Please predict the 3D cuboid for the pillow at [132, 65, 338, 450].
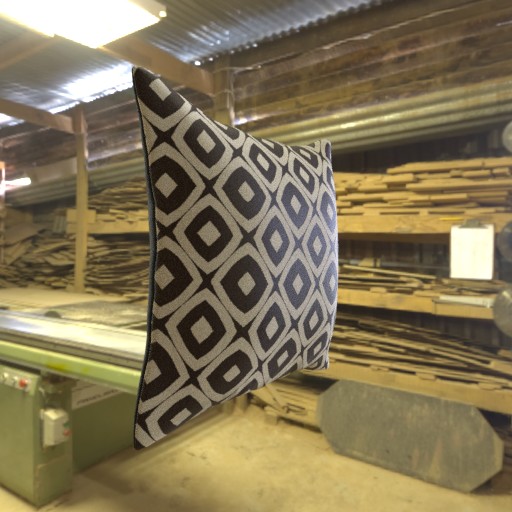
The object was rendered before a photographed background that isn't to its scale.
[{"bbox_3d":[0.000,0.000,0.762,0.188,0.494,0.504,1,1,38],"label":"pillow"}]
